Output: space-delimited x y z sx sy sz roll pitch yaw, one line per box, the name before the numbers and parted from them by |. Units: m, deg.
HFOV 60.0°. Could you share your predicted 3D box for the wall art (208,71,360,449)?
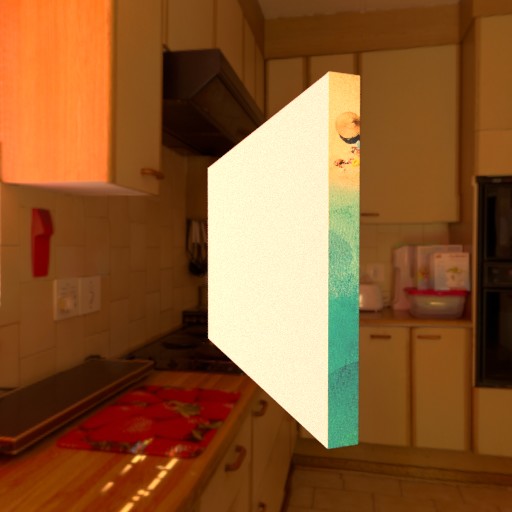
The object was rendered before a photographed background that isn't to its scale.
wall art | 0.000 0.000 0.770 0.039 0.406 0.609 0 1 -18
